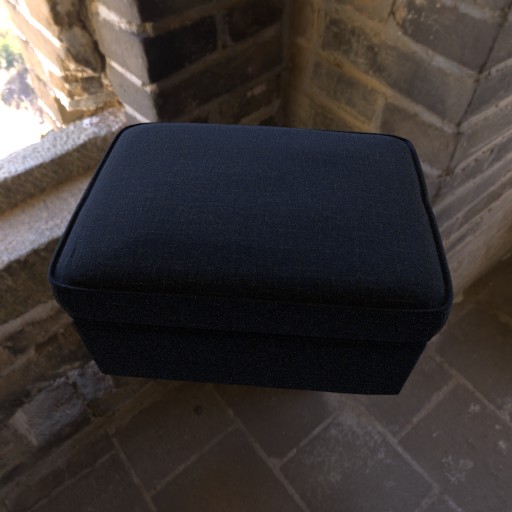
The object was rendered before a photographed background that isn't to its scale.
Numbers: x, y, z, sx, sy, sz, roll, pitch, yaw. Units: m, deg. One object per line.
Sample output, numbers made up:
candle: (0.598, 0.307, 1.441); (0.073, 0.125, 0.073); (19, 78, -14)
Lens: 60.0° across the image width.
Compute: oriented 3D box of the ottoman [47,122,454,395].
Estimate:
ottoman: (0.000, 0.000, 1.078); (0.749, 0.450, 0.549); (3, 49, 3)
